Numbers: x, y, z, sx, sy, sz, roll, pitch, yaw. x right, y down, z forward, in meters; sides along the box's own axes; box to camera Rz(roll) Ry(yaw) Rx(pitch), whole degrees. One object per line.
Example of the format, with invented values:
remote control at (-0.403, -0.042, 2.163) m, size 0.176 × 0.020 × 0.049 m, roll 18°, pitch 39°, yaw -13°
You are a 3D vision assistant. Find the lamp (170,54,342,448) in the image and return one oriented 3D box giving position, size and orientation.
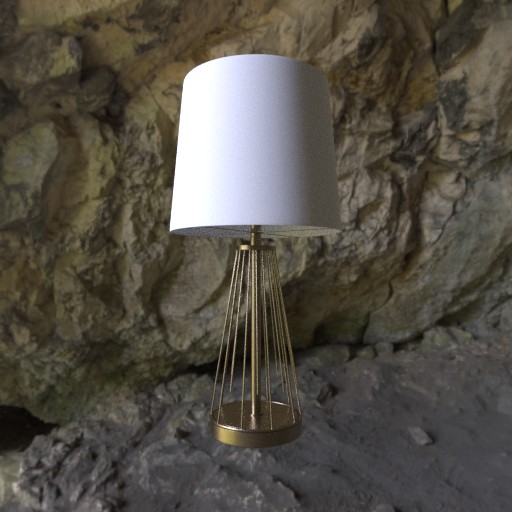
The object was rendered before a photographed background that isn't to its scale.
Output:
lamp at (0.000, 0.000, 0.794) m, size 0.303 × 0.618 × 0.303 m, roll 0°, pitch -2°, yaw 0°
